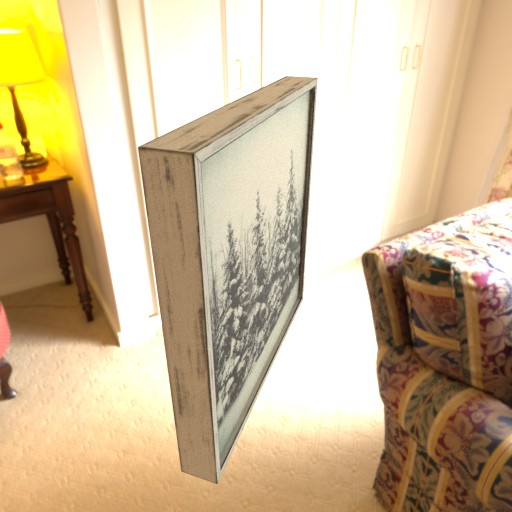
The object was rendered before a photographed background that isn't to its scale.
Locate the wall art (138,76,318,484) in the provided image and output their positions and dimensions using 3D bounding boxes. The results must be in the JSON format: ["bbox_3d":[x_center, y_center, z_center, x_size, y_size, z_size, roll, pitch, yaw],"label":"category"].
[{"bbox_3d":[0.000,0.000,0.453,0.036,0.303,0.303,10,31,17],"label":"wall art"}]
